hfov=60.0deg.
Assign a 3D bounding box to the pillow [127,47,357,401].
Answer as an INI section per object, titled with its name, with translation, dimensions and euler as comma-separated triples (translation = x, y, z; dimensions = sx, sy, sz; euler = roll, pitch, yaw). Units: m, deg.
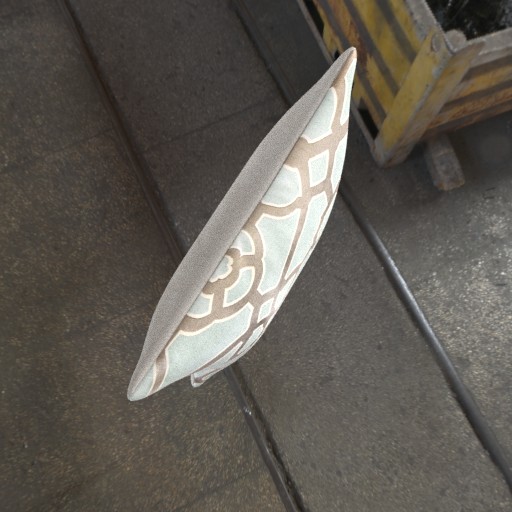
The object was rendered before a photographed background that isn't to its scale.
[pillow]
translation = 0.000, 0.000, 0.807
dimensions = 0.166, 0.508, 0.552
euler = 30, 78, 7
